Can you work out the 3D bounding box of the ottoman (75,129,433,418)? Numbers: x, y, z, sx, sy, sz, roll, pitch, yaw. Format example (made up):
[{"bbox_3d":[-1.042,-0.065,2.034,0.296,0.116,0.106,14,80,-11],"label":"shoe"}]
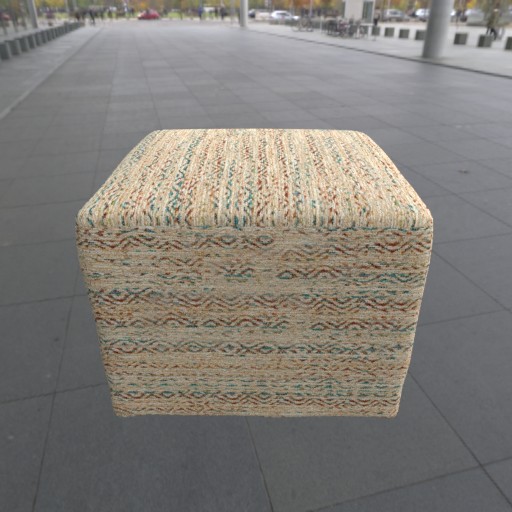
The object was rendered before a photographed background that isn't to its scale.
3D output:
[{"bbox_3d":[0.000,0.000,0.919,0.521,0.453,0.512,0,29,1],"label":"ottoman"}]
